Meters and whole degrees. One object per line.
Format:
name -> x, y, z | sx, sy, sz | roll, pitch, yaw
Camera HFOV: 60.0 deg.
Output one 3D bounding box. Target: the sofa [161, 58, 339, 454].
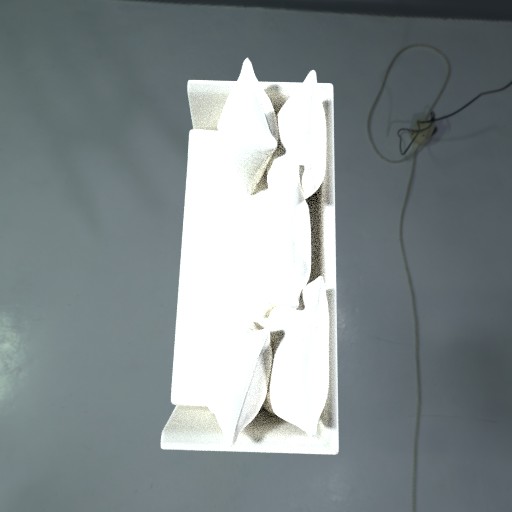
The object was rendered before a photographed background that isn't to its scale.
sofa -> 0.000, 0.000, 2.876 | 1.031, 1.034, 2.290 | 2, 76, 0
